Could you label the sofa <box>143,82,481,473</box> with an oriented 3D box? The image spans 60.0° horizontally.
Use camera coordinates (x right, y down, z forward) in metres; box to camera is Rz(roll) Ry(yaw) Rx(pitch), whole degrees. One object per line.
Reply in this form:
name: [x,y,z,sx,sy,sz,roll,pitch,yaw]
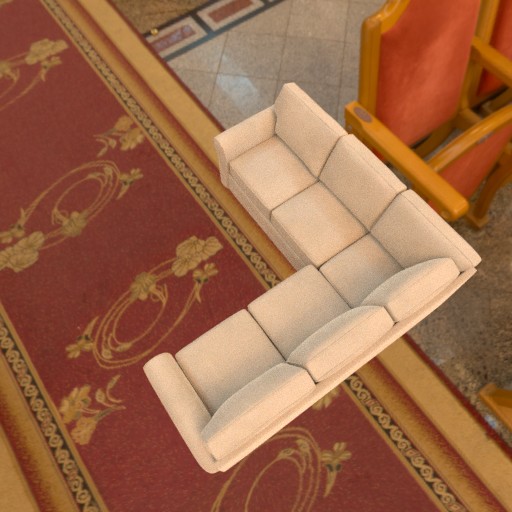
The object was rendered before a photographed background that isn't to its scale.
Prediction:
sofa: [0.000,0.000,3.875,2.569,1.054,2.487,-33,68,-15]
